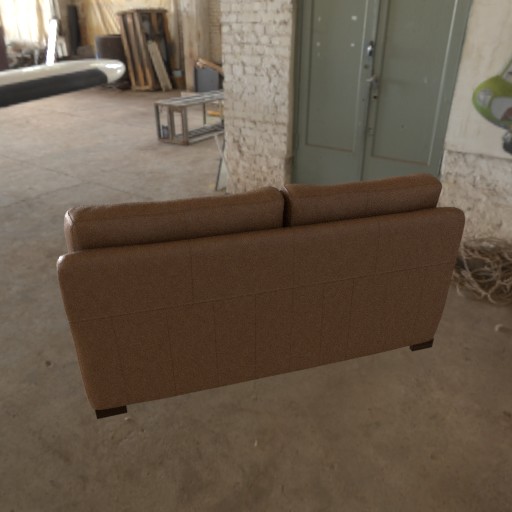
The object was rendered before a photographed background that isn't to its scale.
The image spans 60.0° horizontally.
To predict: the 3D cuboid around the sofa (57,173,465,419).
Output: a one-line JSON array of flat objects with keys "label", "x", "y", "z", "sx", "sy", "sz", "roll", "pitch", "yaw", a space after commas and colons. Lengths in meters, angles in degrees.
[{"label": "sofa", "x": 0.000, "y": 0.000, "z": 2.418, "sx": 1.855, "sy": 0.980, "sz": 0.962, "roll": -8, "pitch": 28, "yaw": -15}]
